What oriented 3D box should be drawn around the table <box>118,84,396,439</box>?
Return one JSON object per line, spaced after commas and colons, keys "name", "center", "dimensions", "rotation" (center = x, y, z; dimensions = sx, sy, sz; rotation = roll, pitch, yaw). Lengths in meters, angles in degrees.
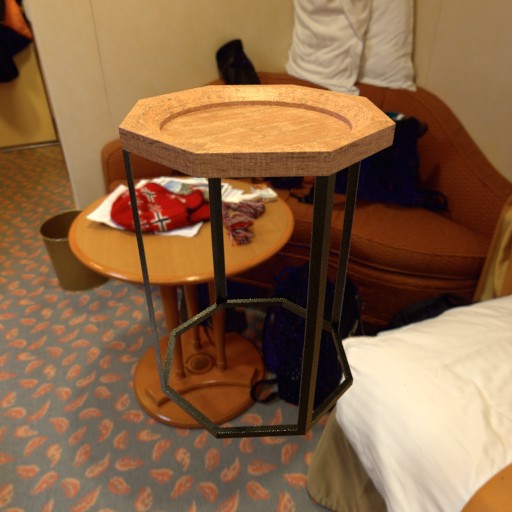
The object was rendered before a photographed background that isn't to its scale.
{"name": "table", "center": [0.000, 0.000, 0.861], "dimensions": [0.437, 0.553, 0.437], "rotation": [11, 34, 17]}
